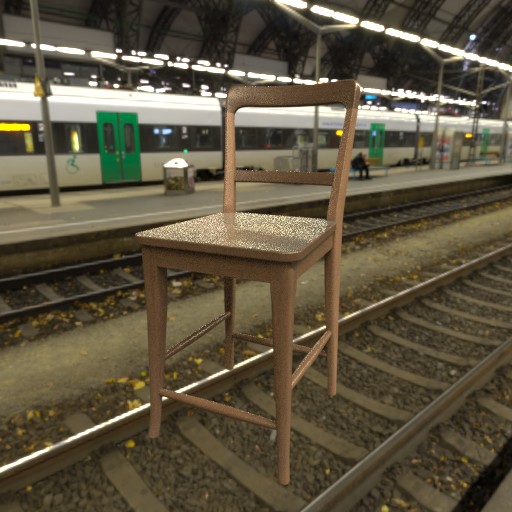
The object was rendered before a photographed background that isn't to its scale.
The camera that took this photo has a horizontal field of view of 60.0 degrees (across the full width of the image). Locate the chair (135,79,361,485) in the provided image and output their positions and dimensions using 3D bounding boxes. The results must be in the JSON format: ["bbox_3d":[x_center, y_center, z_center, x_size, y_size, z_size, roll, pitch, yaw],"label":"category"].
[{"bbox_3d":[0.000,0.000,1.282,0.450,0.991,0.546,7,16,25],"label":"chair"}]
